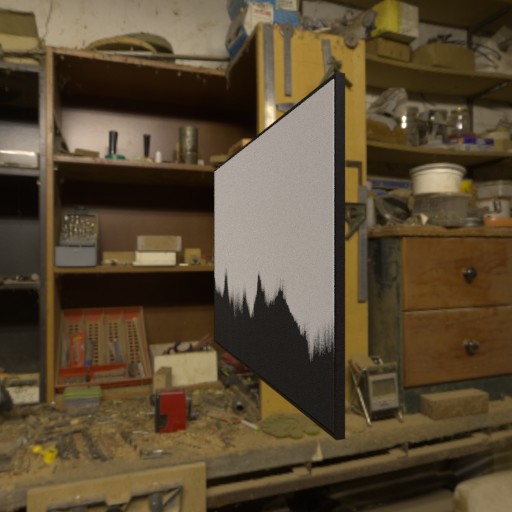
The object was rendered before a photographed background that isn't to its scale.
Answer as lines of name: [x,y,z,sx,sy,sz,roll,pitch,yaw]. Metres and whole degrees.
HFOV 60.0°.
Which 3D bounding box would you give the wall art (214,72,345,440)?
wall art: [0.000,0.000,1.251,0.019,0.660,0.957,0,0,-19]
